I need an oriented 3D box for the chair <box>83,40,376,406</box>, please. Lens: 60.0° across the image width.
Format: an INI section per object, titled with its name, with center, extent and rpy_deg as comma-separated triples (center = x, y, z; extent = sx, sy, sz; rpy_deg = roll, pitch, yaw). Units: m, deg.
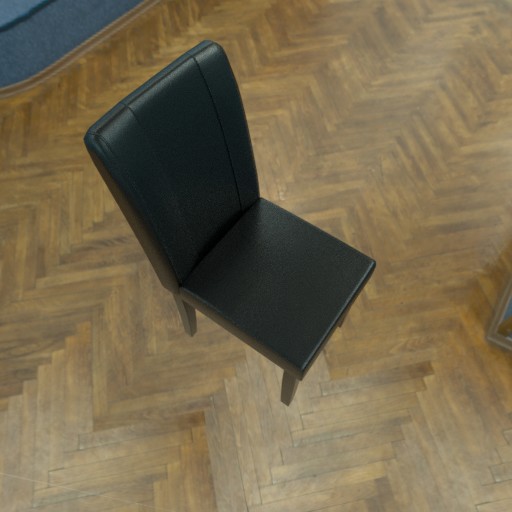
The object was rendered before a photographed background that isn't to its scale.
[chair]
center = 0.000, 0.000, 1.213
extent = 0.556, 0.897, 0.399
rpy_deg = 31, 63, 18
